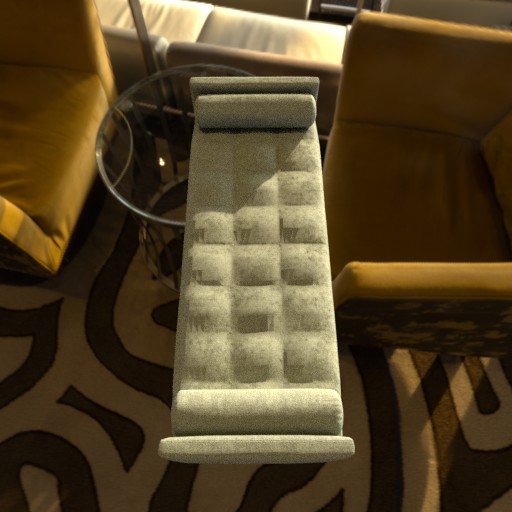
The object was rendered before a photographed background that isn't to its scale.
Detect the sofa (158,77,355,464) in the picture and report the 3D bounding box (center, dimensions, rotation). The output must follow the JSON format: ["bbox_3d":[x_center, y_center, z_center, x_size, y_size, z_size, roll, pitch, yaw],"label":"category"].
[{"bbox_3d":[0.000,0.000,2.476,0.797,0.657,2.102,0,64,0],"label":"sofa"}]
